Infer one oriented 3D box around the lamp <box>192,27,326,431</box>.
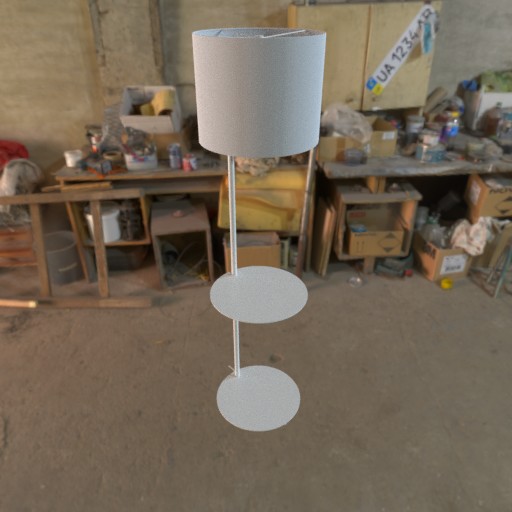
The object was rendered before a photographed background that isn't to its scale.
[{"bbox_3d":[0.000,0.000,1.619,0.372,1.465,0.405,-22,37,-33],"label":"lamp"}]
